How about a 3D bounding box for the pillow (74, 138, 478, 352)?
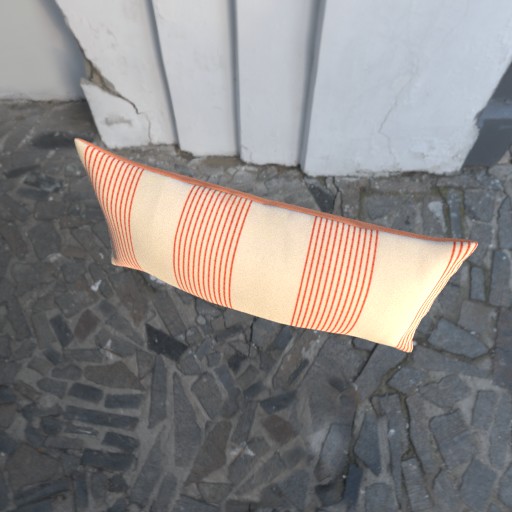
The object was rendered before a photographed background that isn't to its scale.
[{"bbox_3d":[0.000,0.000,0.743,0.608,0.292,0.156,16,60,9],"label":"pillow"}]
